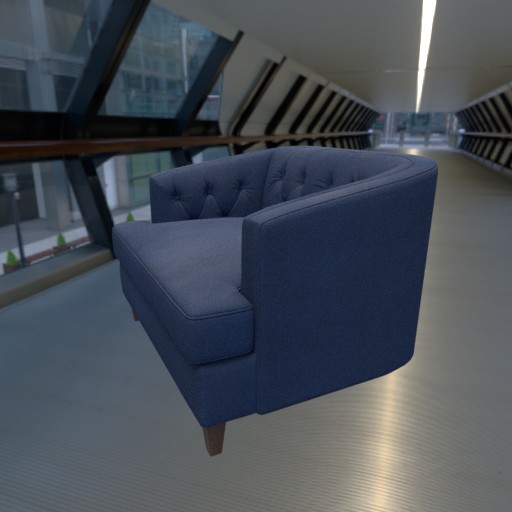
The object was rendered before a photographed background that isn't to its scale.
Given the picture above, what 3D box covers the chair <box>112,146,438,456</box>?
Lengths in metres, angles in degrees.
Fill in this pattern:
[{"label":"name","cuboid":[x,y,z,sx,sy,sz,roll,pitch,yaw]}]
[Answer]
[{"label":"chair","cuboid":[0.000,0.000,1.726,0.914,0.787,1.118,-8,19,-25]}]
